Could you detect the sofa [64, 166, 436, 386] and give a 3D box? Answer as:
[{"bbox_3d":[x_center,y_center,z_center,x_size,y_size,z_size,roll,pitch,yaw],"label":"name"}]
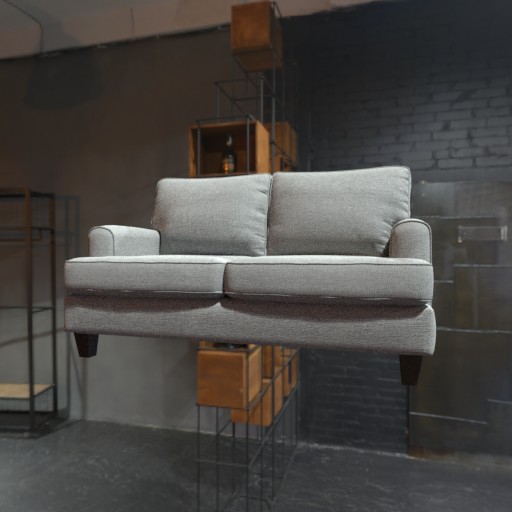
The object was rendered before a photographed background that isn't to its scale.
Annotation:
[{"bbox_3d":[0.000,0.000,2.262,1.651,0.965,0.965,0,0,18],"label":"sofa"}]
